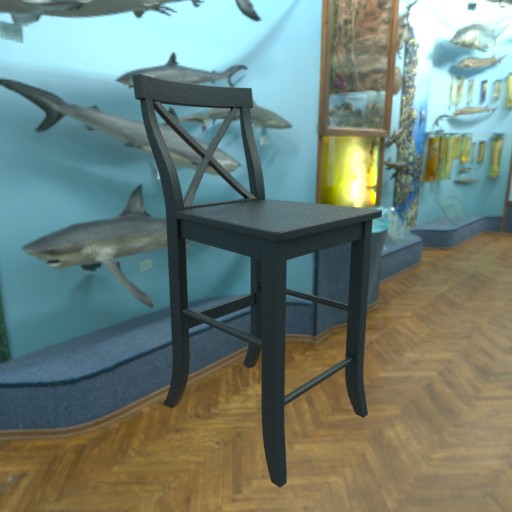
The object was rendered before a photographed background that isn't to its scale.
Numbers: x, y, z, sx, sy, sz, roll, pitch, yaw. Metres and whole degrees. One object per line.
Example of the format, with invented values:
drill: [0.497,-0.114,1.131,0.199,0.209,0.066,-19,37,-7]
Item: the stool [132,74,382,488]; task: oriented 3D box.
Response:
stool: [0.000,0.000,1.288,0.559,0.989,0.452,13,19,42]
